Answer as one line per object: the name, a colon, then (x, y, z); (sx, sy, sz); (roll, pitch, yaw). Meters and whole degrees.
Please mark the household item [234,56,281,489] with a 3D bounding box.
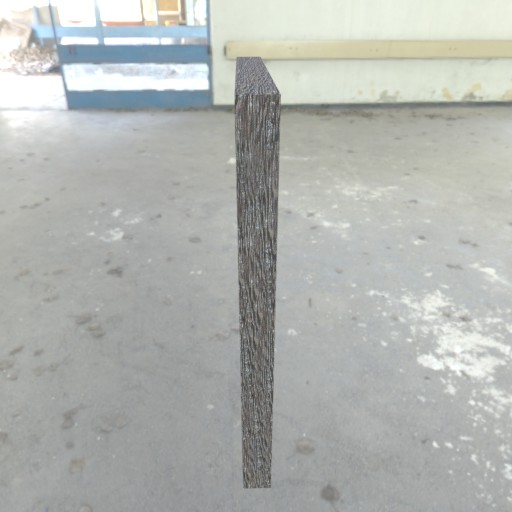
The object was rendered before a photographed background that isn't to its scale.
household item: (0.000, 0.000, 0.270); (0.020, 0.210, 0.160); (-1, 28, -2)
